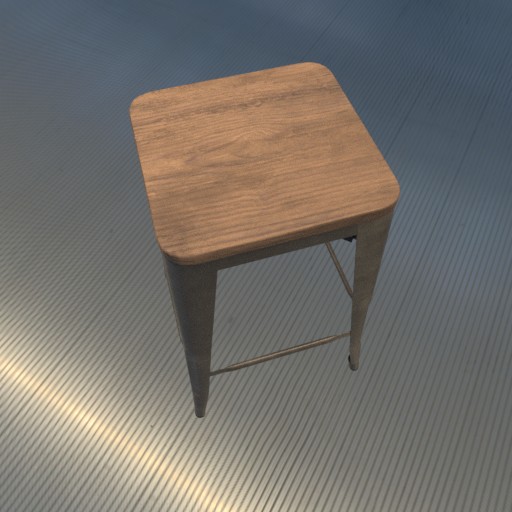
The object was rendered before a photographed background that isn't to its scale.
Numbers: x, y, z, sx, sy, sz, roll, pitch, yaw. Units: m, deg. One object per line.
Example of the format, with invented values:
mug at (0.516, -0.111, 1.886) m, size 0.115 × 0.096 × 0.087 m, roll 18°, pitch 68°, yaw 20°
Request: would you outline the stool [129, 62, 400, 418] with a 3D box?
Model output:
stool at (0.000, 0.000, 0.886) m, size 0.407 × 0.607 × 0.407 m, roll -14°, pitch 60°, yaw -9°
